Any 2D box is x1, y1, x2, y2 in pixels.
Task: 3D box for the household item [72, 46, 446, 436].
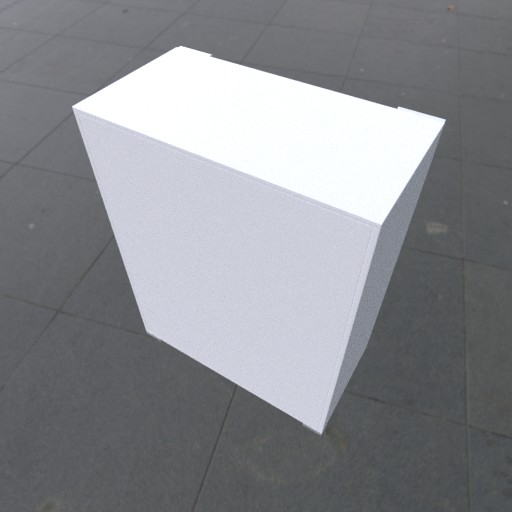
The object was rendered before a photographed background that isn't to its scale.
[{"bbox_3d":[0.000,0.000,1.427,0.790,1.010,0.420,25,52,21],"label":"household item"}]
